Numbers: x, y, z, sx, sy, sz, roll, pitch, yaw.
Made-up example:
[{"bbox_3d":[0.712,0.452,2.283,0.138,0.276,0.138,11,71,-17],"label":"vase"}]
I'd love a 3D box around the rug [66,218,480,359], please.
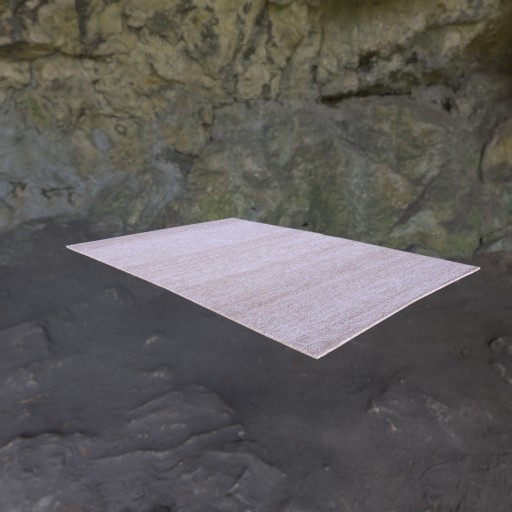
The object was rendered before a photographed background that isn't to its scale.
[{"bbox_3d":[0.000,0.000,2.927,1.596,0.030,2.283,-14,21,-42],"label":"rug"}]
